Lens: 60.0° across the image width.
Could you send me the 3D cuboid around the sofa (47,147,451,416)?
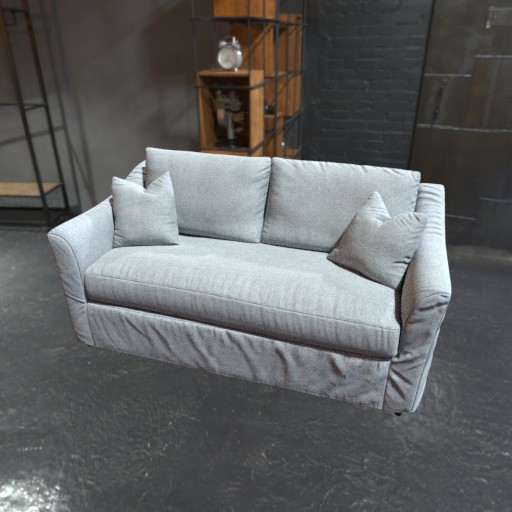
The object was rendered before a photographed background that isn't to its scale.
[{"bbox_3d":[0.000,0.000,2.579,2.010,1.018,1.072,8,27,16],"label":"sofa"}]
